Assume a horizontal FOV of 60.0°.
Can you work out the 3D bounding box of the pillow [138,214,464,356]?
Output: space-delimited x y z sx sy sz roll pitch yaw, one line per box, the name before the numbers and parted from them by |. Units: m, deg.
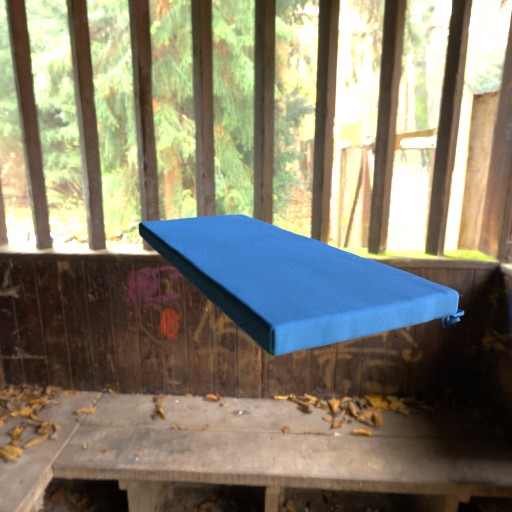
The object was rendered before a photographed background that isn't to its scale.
pillow | 0.000 0.000 1.352 0.492 0.081 1.187 -7 16 -25
